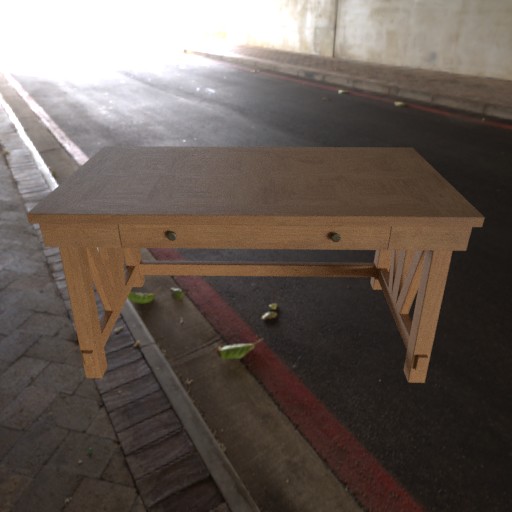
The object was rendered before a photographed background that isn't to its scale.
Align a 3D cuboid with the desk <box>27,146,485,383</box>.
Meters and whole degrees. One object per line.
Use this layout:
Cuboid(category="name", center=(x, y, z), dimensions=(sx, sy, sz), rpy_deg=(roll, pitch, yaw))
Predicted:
Cuboid(category="desk", center=(0.000, 0.000, 1.990), dimensions=(1.499, 0.762, 0.813), rpy_deg=(1, 29, 1))
